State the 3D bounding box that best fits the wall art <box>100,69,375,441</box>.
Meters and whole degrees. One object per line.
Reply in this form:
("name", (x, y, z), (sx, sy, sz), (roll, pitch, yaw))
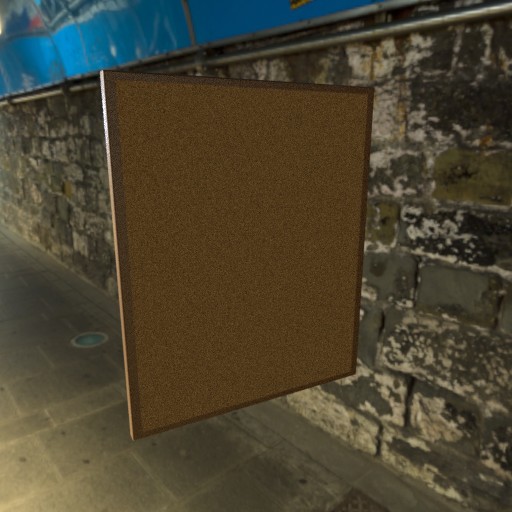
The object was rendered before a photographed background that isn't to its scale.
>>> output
("wall art", (0.000, 0.000, 0.741), (0.449, 0.550, 0.021), (-8, 17, -26))
